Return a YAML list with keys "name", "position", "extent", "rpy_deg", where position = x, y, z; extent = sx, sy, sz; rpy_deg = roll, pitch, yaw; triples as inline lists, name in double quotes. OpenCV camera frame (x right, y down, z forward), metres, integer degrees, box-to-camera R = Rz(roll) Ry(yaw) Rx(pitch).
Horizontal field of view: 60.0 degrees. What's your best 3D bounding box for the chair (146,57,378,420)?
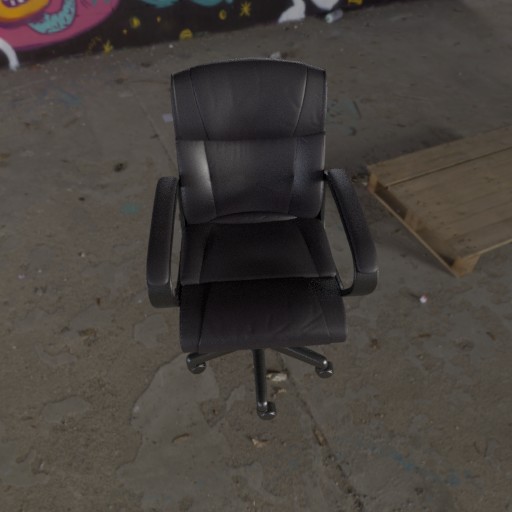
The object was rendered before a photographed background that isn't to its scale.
- name: "chair"
  position: [0.000, 0.000, 1.401]
  extent: [0.576, 0.998, 0.641]
  rpy_deg: [-3, 46, -3]
